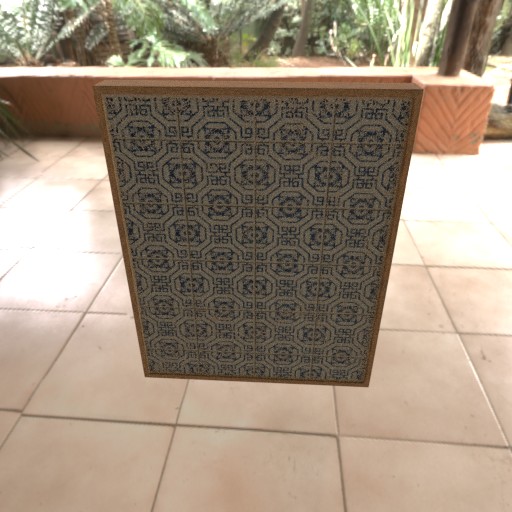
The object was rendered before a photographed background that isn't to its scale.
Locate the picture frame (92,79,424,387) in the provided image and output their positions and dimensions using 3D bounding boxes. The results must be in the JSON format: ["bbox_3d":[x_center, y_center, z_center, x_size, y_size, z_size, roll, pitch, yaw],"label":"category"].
[{"bbox_3d":[0.000,0.000,0.717,0.421,0.526,0.046,2,31,3],"label":"picture frame"}]
